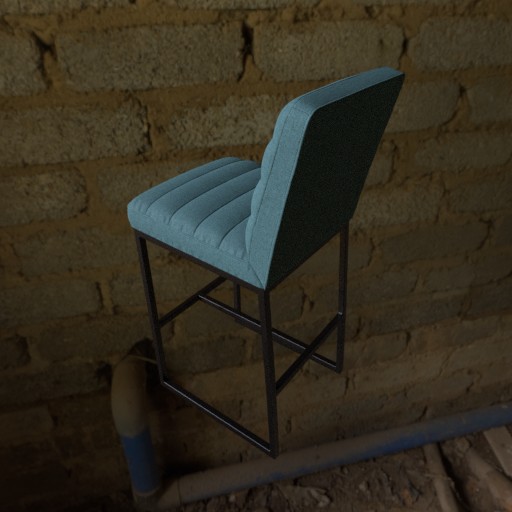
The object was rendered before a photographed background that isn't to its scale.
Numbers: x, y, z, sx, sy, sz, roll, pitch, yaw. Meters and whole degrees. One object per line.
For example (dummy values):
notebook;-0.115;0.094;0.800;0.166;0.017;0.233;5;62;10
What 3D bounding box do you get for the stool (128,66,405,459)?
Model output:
stool;0.000;0.000;1.305;0.560;1.040;0.460;21;38;30
